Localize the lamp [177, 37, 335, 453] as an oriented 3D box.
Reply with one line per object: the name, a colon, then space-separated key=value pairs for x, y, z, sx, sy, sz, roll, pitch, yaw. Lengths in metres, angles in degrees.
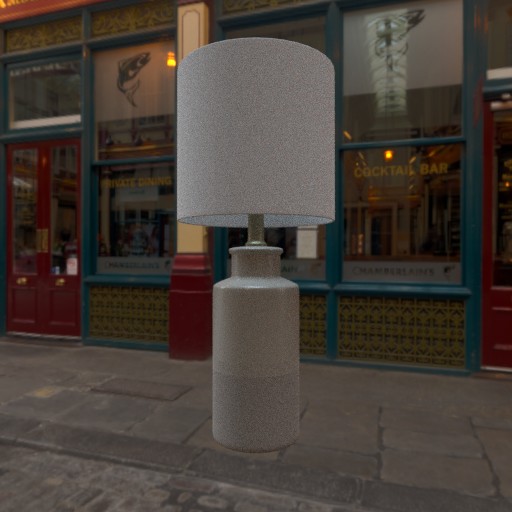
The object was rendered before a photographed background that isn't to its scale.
lamp: x=0.000 y=0.000 z=0.605 sx=0.212 sy=0.493 sz=0.212 roll=0 pitch=0 yaw=18
